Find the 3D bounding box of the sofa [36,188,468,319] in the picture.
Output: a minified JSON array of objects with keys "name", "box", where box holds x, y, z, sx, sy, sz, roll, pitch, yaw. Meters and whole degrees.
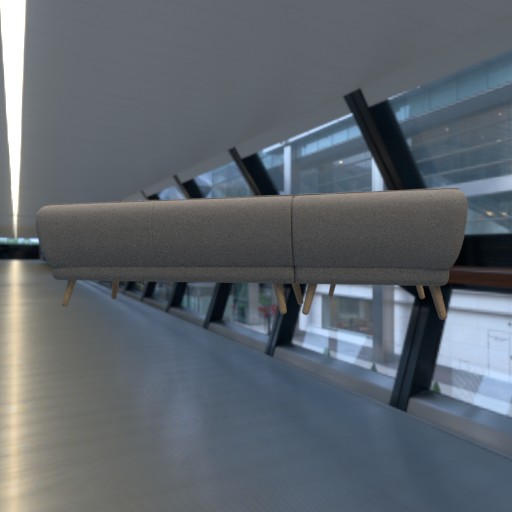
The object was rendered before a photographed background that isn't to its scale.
[{"name":"sofa","box":[0.000,0.000,3.306,2.653,0.693,1.532,0,-1,16]}]
